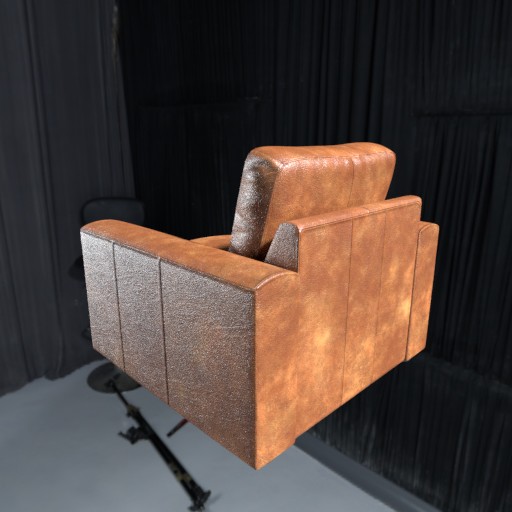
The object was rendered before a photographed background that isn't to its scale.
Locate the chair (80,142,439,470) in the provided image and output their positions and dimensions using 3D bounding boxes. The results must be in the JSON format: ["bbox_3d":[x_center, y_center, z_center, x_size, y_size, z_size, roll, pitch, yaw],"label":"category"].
[{"bbox_3d":[0.000,0.000,1.754,1.005,0.873,1.016,-15,22,-42],"label":"chair"}]
